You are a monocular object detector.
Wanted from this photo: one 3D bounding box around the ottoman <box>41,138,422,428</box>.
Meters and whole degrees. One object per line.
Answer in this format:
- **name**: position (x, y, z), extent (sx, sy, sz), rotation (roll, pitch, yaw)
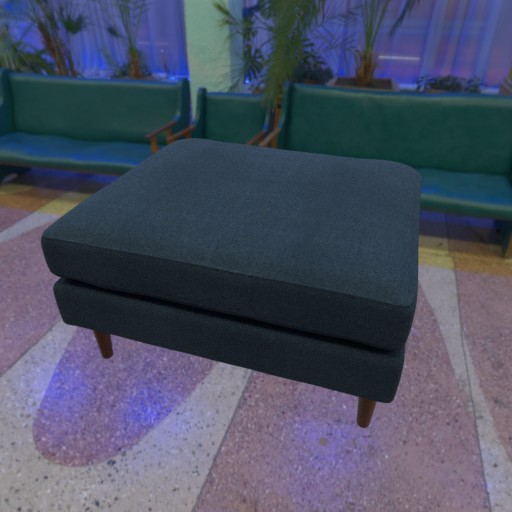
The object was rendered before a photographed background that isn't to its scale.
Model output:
- **ottoman**: position (0.000, 0.000, 1.242), extent (0.821, 0.474, 0.693), rotation (10, 34, 15)
